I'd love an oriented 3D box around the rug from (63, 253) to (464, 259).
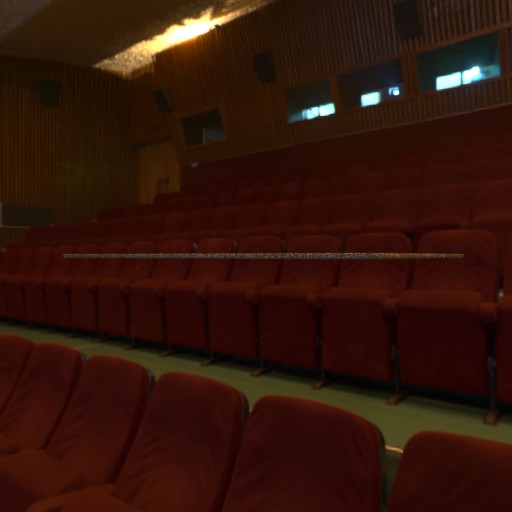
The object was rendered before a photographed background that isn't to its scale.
[{"bbox_3d":[0.000,0.000,3.068,2.352,0.025,1.501,0,0,37],"label":"rug"}]
